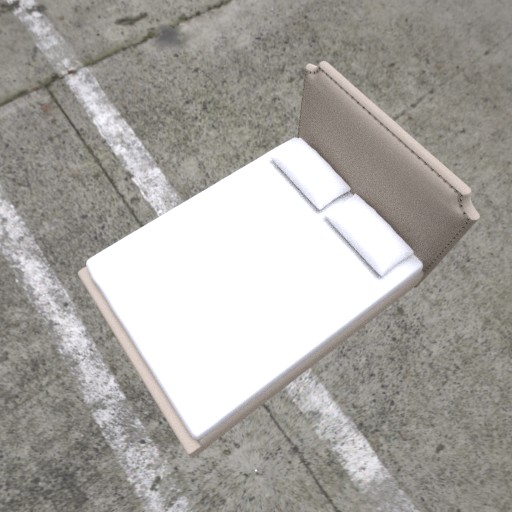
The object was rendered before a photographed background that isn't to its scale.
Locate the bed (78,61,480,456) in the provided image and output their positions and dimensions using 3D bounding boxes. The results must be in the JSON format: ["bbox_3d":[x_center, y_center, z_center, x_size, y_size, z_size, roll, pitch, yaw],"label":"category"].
[{"bbox_3d":[0.000,0.000,3.353,2.372,1.443,1.713,-33,69,-15],"label":"bed"}]
